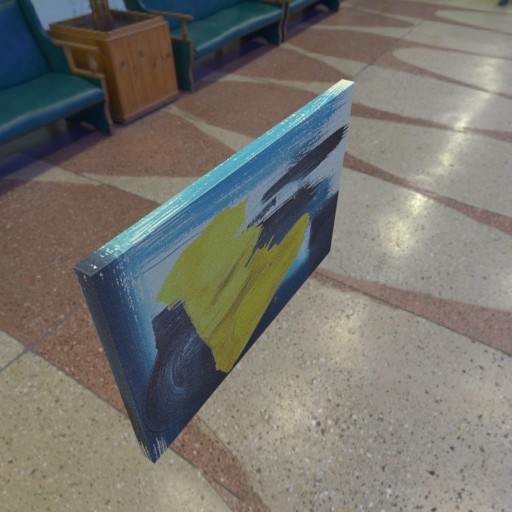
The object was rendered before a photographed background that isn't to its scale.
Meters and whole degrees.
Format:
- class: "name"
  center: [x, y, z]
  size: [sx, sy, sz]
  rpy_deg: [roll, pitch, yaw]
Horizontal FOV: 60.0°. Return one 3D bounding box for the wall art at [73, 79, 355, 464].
- class: "wall art"
  center: [0.000, 0.000, 1.129]
  size: [0.039, 0.610, 0.914]
  rpy_deg: [24, 47, 25]
